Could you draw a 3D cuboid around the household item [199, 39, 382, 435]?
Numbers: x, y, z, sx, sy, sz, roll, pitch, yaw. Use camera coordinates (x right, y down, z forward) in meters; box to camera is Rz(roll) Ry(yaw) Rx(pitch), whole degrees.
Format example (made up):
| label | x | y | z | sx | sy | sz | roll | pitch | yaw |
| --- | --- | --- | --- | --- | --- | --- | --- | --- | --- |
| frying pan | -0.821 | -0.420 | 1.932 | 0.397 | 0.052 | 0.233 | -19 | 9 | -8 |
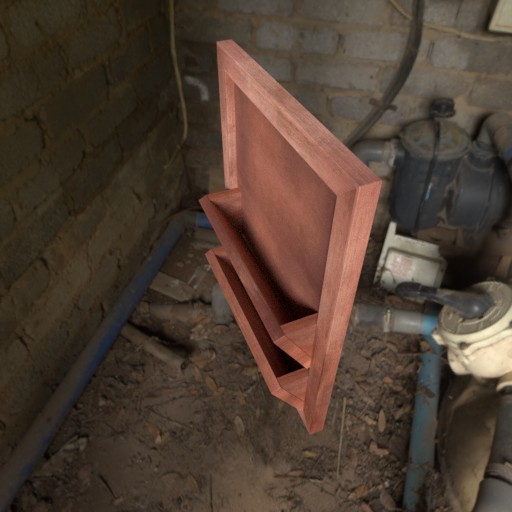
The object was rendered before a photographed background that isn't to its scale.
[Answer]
| label | x | y | z | sx | sy | sz | roll | pitch | yaw |
| --- | --- | --- | --- | --- | --- | --- | --- | --- | --- |
| household item | 0.000 | 0.000 | 0.551 | 0.067 | 0.407 | 0.310 | -16 | 47 | -16 |
